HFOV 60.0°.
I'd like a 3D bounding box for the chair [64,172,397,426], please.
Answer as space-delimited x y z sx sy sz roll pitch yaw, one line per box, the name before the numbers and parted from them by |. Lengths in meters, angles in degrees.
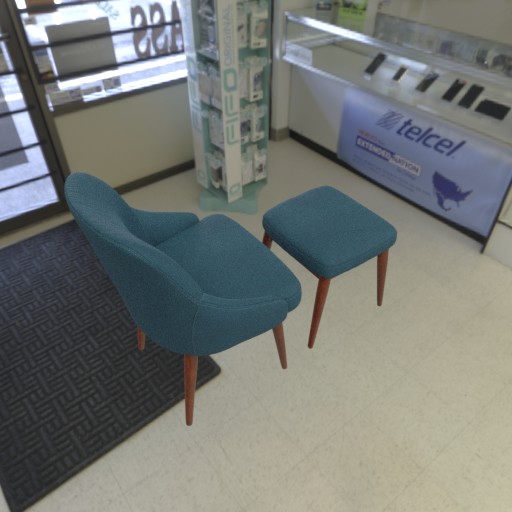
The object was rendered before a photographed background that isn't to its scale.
chair | 0.000 0.000 1.615 1.114 0.866 0.584 -25 46 -26
